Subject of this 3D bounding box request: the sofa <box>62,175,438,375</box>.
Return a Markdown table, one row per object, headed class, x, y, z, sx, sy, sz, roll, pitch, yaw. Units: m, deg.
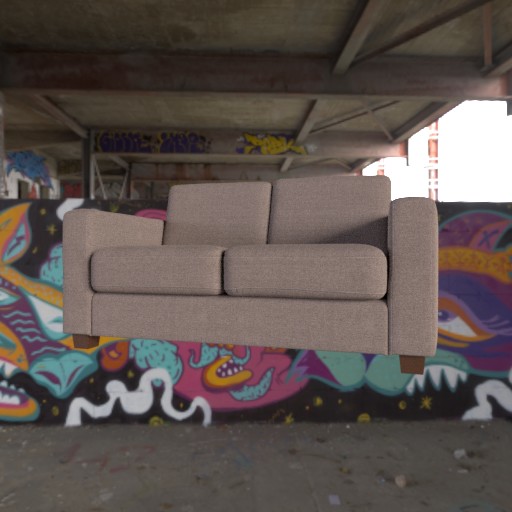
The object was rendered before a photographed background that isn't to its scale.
| class | x | y | z | sx | sy | sz | roll | pitch | yaw |
| --- | --- | --- | --- | --- | --- | --- | --- | --- | --- |
| sofa | 0.000 | 0.000 | 2.060 | 1.520 | 0.800 | 0.900 | 0 | 0 | 18 |
